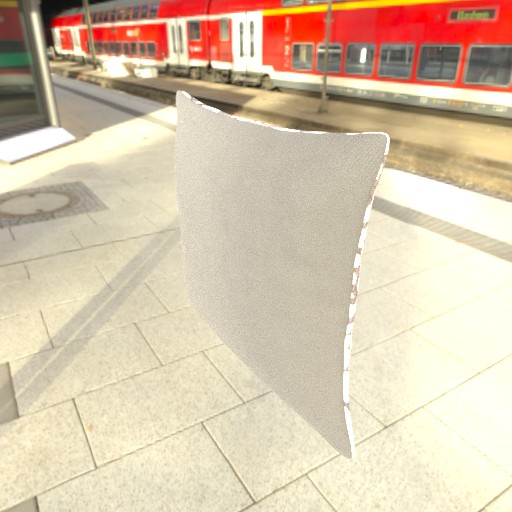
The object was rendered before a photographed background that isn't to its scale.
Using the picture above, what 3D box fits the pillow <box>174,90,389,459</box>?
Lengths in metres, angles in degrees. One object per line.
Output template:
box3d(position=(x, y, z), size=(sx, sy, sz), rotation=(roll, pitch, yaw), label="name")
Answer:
box3d(position=(0.000, 0.000, 0.780), size=(0.166, 0.507, 0.526), rotation=(-17, 31, -30), label="pillow")
